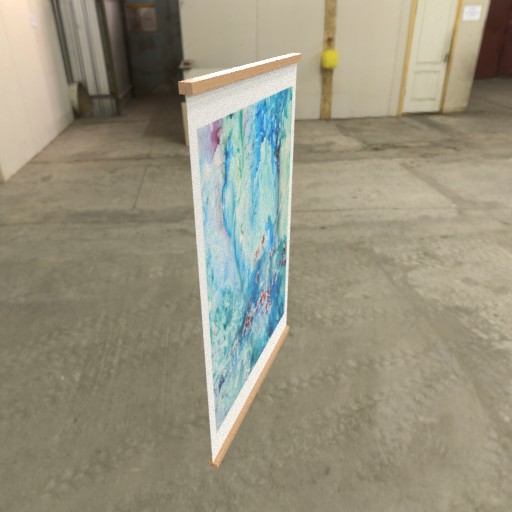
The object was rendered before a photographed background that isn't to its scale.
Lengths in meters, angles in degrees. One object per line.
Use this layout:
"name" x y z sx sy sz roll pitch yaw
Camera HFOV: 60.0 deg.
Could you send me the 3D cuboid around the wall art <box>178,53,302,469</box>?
"wall art" 0.000 0.000 0.765 0.016 0.611 0.401 11 30 19
